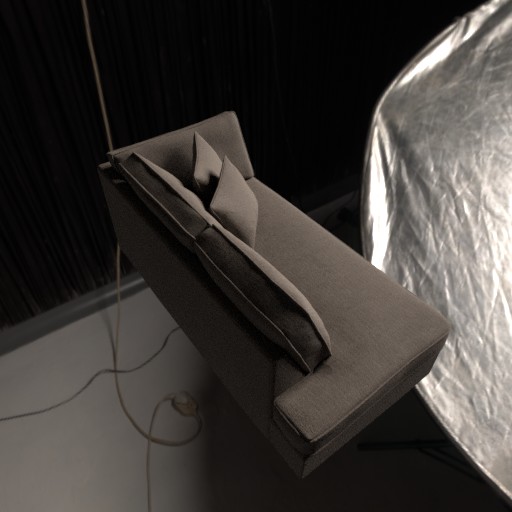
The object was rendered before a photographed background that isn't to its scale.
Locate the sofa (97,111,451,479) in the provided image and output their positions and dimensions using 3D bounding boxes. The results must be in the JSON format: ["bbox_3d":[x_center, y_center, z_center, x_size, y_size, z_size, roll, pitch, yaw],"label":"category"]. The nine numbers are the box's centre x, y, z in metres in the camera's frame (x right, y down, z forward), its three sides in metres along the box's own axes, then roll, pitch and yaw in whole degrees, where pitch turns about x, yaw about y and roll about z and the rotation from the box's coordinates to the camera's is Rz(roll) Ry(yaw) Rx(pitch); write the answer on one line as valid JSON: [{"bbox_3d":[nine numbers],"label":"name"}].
[{"bbox_3d":[0.000,0.000,2.822,1.110,1.033,2.237,-27,49,-26],"label":"sofa"}]
